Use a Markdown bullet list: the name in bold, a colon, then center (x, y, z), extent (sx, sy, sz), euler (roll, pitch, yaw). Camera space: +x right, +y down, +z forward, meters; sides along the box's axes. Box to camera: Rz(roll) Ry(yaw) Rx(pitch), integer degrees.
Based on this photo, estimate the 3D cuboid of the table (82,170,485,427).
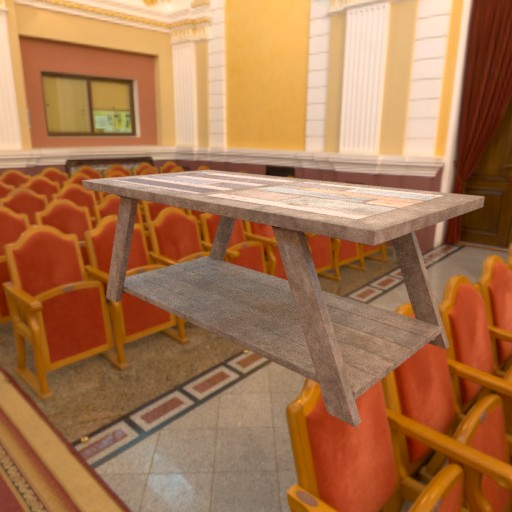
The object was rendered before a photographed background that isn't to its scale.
- **table**: center (0.000, 0.000, 1.522), extent (1.219, 0.470, 0.610), euler (15, 22, 42)
